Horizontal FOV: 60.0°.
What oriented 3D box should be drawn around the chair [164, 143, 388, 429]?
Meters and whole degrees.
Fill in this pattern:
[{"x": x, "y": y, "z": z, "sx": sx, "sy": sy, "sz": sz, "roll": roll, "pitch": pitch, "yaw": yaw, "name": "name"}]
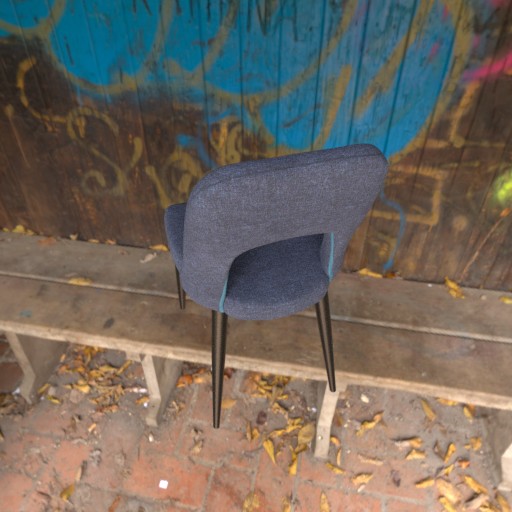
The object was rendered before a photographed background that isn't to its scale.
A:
[{"x": 0.000, "y": 0.000, "z": 1.295, "sx": 0.470, "sy": 0.931, "sz": 0.612, "roll": -12, "pitch": 42, "yaw": -14, "name": "chair"}]
